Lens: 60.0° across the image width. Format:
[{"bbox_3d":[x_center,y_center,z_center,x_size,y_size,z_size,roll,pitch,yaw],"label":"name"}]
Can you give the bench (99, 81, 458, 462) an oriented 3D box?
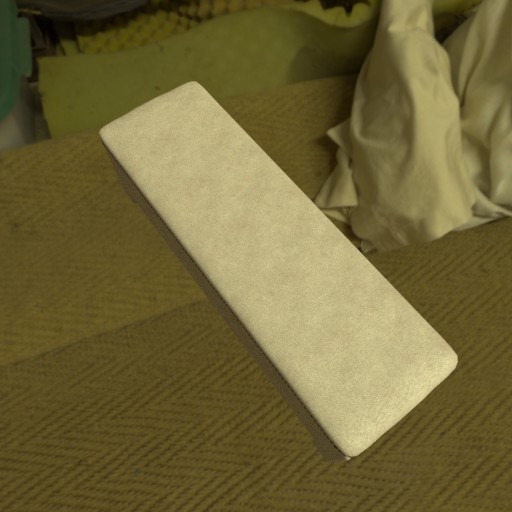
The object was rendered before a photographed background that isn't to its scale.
[{"bbox_3d":[0.000,0.000,1.711,0.470,0.447,1.482,-34,69,-15],"label":"bench"}]
